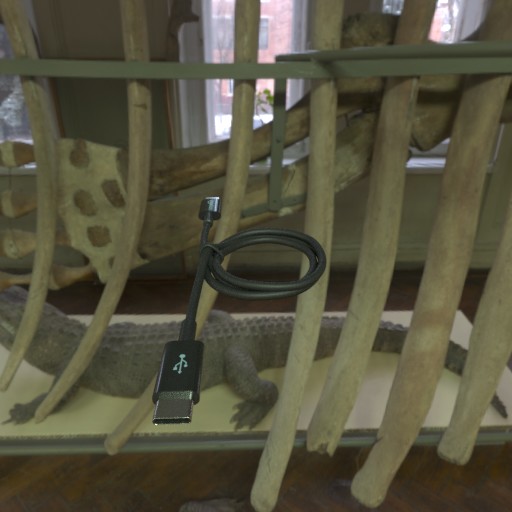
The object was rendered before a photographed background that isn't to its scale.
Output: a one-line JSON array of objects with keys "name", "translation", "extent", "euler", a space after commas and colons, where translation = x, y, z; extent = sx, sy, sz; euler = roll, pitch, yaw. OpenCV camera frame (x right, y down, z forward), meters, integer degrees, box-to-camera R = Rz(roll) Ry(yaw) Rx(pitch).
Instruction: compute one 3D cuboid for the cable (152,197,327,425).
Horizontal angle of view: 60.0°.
[{"name": "cable", "translation": [0.000, 0.000, 0.217], "extent": [0.070, 0.014, 0.203], "euler": [-1, 25, -2]}]
